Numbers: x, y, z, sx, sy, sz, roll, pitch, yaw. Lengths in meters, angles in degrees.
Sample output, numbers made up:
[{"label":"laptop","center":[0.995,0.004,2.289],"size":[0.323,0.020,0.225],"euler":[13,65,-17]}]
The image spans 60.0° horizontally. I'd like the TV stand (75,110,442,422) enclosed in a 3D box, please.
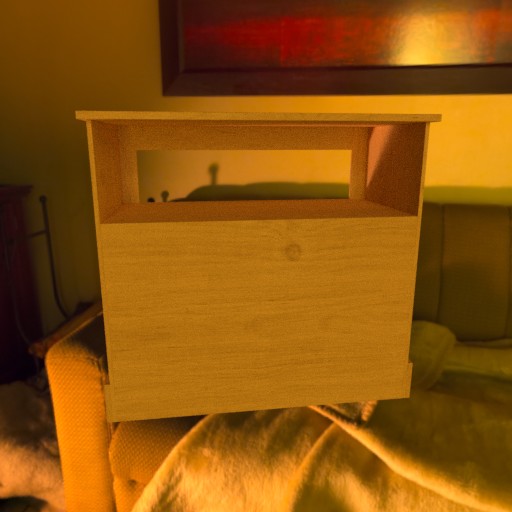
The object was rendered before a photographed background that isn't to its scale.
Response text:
[{"label":"TV stand","center":[0.000,0.000,1.320],"size":[0.851,0.787,0.430],"euler":[-2,14,-8]}]
